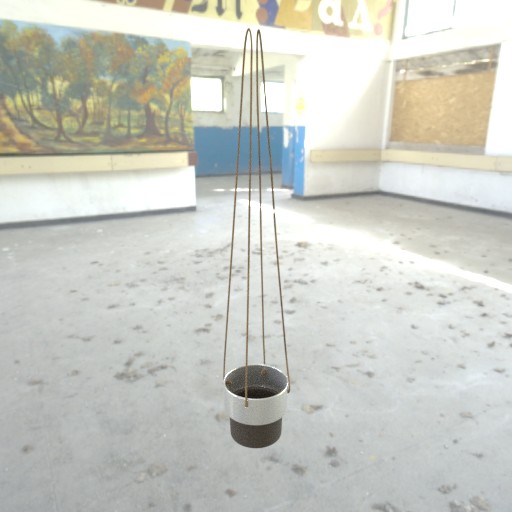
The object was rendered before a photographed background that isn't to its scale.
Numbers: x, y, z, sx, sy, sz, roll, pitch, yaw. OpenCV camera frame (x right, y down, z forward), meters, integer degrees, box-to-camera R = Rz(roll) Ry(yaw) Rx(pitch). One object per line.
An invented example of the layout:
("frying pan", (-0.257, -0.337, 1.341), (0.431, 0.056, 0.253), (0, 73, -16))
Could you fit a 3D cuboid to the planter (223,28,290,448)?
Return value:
("planter", (0.000, 0.000, 1.155), (0.187, 1.073, 0.187), (-9, 18, -28))
